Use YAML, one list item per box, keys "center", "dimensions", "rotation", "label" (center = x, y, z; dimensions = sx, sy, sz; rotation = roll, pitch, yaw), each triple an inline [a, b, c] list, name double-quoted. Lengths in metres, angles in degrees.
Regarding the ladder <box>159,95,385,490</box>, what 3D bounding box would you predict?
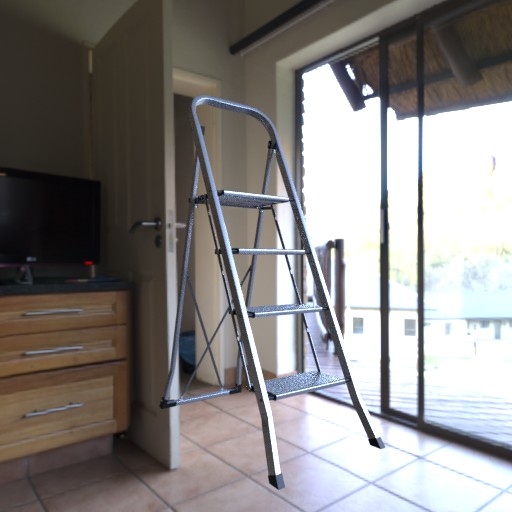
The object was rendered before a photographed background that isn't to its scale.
- center: [0.000, 0.000, 1.688]
  dimensions: [0.465, 1.290, 0.830]
  rotation: [1, -1, -37]
  label: "ladder"
